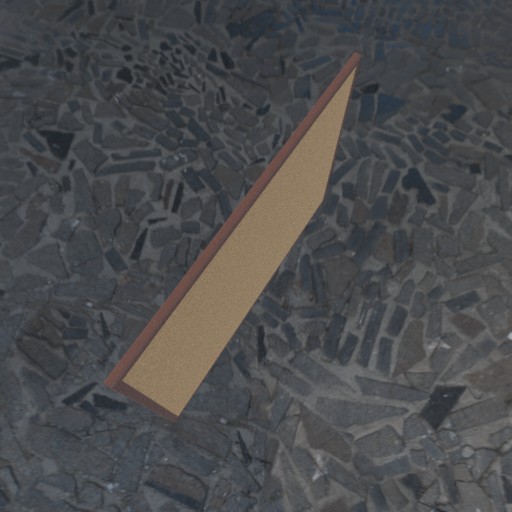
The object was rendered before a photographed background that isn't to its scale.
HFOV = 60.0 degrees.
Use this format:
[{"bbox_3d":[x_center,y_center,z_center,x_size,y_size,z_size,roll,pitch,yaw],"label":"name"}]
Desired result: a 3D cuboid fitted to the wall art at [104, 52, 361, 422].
[{"bbox_3d":[0.000,0.000,0.851,0.014,0.455,0.660,30,68,13],"label":"wall art"}]
